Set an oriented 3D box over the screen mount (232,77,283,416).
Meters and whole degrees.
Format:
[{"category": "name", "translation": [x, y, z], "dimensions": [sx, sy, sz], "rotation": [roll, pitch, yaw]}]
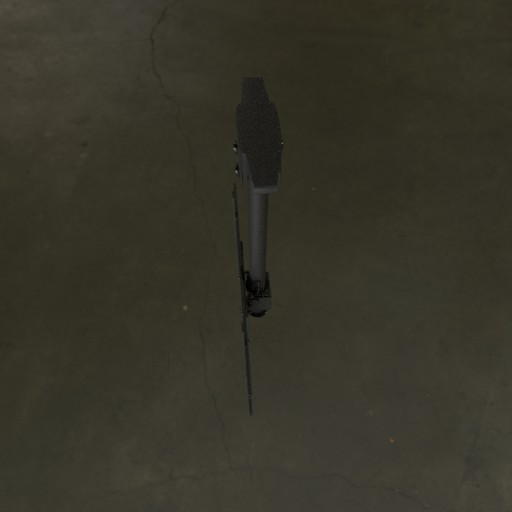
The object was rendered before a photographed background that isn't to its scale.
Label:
[{"category": "screen mount", "translation": [0.000, 0.000, 1.035], "dimensions": [0.090, 0.775, 0.595], "rotation": [-4, 58, -3]}]
